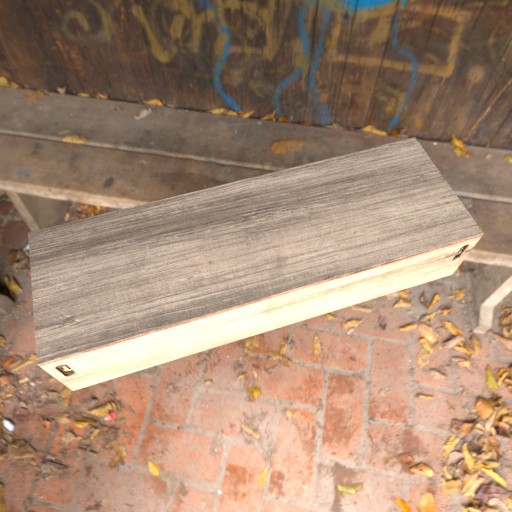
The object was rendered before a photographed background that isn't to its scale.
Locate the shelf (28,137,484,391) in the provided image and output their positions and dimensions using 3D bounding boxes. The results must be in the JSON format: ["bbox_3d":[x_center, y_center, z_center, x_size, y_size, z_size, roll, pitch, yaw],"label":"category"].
[{"bbox_3d":[0.000,0.000,0.677,0.610,0.125,0.200,-15,60,-9],"label":"shelf"}]
